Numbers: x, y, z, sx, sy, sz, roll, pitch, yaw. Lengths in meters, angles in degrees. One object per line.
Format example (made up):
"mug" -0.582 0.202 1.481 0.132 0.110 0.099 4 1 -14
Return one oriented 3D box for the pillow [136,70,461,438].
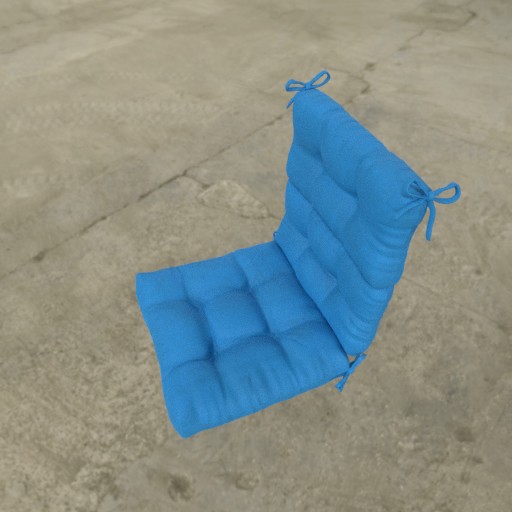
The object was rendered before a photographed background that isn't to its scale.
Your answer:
"pillow" 0.000 0.000 1.028 0.571 0.605 0.519 -16 47 -15
